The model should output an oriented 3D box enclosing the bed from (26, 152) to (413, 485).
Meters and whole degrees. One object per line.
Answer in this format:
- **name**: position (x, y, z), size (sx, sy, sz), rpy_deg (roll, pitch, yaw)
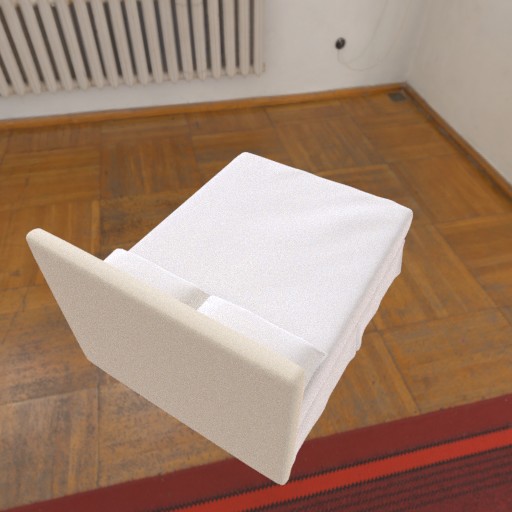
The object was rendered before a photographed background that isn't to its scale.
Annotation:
- **bed**: position (0.000, 0.000, 3.137), size (1.714, 1.330, 2.147), rpy_deg (24, 50, 22)
